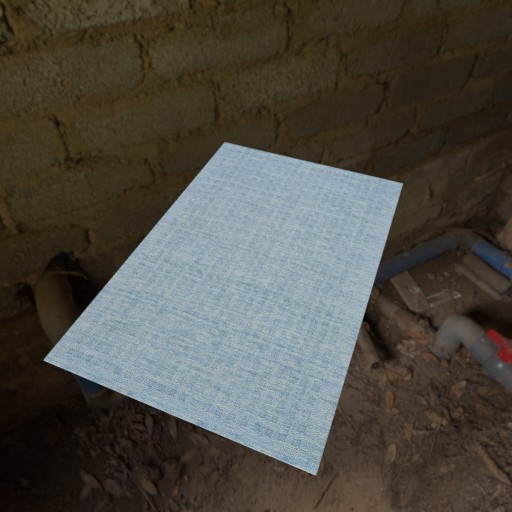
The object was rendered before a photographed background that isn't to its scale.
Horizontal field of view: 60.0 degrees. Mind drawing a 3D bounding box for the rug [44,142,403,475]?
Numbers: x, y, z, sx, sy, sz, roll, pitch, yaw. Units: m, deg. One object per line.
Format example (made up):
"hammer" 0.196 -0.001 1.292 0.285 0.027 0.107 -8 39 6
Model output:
"rug" 0.000 0.000 2.903 1.522 0.006 2.286 17 49 15
